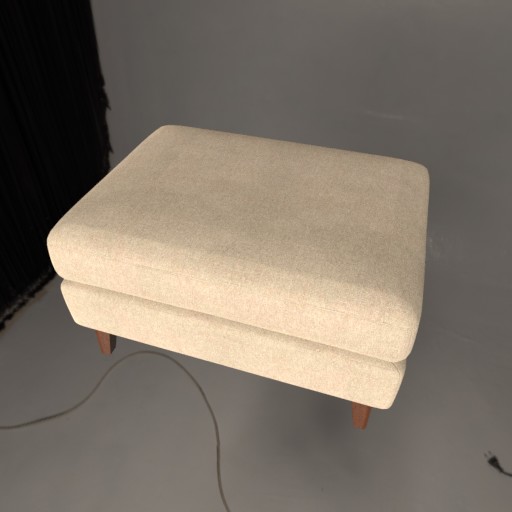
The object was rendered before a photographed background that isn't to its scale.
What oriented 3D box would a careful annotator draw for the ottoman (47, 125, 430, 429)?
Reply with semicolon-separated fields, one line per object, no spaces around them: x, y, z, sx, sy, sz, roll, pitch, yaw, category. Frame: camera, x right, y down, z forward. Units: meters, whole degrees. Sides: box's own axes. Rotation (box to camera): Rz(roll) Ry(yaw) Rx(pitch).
0.000;0.000;1.219;0.823;0.478;0.610;12;43;13;ottoman
